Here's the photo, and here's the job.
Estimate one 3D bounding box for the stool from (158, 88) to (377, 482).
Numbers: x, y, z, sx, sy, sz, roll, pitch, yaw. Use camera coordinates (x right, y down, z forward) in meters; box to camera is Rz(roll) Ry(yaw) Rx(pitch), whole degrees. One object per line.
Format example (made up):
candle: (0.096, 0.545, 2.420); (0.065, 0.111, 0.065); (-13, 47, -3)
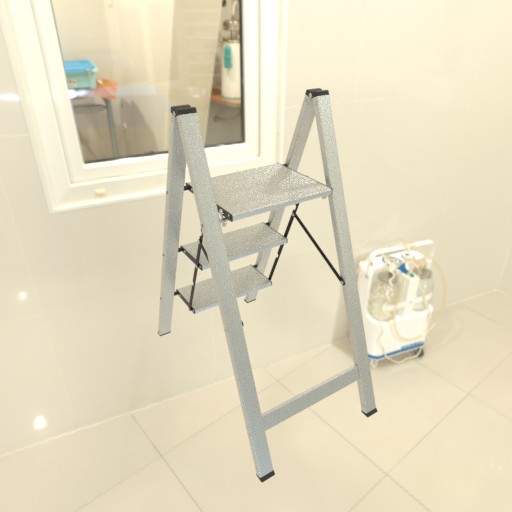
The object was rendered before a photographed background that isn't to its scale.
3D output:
stool: (0.000, 0.000, 1.317); (0.441, 0.902, 0.730); (-18, 35, -28)
